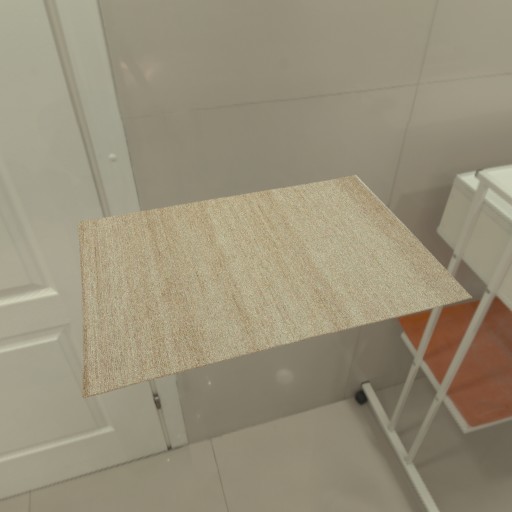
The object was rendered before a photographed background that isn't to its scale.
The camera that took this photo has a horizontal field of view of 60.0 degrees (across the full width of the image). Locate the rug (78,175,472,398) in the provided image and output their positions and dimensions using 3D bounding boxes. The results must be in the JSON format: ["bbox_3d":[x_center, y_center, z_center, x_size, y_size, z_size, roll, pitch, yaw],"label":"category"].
[{"bbox_3d":[0.000,0.000,3.058,2.346,0.029,1.574,-11,42,-13],"label":"rug"}]
